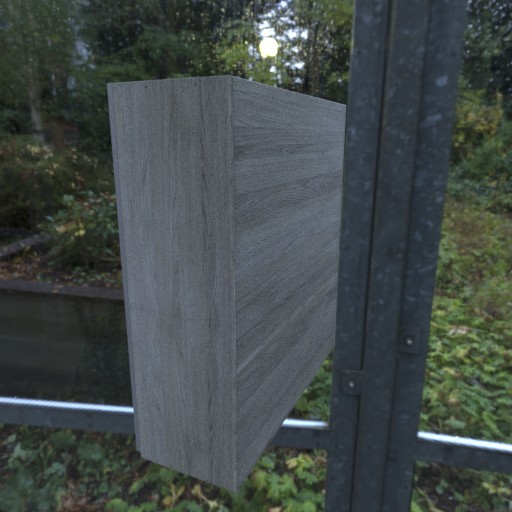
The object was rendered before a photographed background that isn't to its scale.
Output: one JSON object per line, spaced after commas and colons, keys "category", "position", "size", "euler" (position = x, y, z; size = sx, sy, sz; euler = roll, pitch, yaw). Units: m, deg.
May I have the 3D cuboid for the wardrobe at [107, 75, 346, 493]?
{"category": "wardrobe", "position": [0.000, 0.000, 2.875], "size": [0.629, 1.960, 1.780], "euler": [7, 16, 25]}
